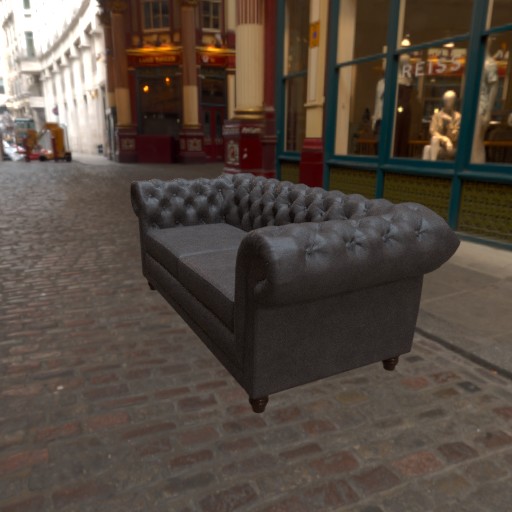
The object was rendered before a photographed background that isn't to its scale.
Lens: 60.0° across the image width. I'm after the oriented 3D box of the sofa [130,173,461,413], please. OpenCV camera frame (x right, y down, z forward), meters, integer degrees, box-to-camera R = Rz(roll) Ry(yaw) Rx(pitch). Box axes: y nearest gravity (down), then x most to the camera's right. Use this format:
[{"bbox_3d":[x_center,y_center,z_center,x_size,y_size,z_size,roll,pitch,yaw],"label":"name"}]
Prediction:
[{"bbox_3d":[0.000,0.000,2.511,0.944,0.779,2.048,-8,18,-26],"label":"sofa"}]
